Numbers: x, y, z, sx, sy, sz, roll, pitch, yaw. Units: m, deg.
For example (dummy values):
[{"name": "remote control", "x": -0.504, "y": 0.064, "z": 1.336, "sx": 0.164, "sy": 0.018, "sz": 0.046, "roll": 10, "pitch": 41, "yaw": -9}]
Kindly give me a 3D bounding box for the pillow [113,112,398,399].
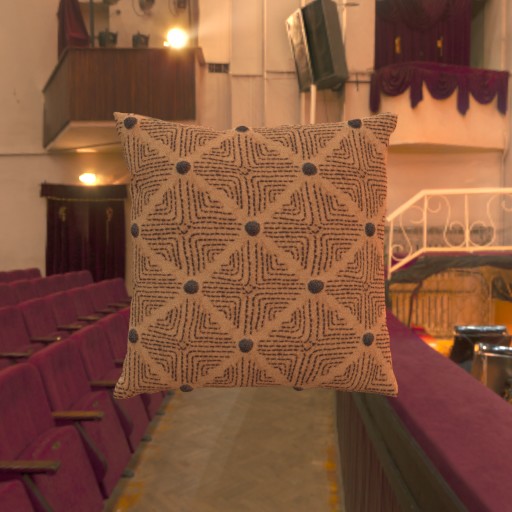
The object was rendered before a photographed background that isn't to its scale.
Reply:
[{"name": "pillow", "x": 0.000, "y": 0.000, "z": 0.789, "sx": 0.510, "sy": 0.510, "sz": 0.145, "roll": 0, "pitch": 1, "yaw": -1}]
